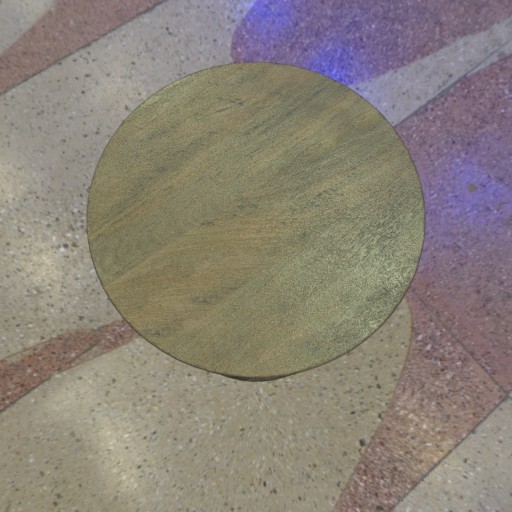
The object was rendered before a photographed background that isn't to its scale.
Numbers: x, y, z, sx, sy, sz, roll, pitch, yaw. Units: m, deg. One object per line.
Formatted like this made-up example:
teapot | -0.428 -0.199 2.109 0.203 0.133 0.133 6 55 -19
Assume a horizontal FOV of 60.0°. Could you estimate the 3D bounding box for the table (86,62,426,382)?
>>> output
table | 0.000 0.000 0.747 0.405 0.454 0.405 0 74 0
